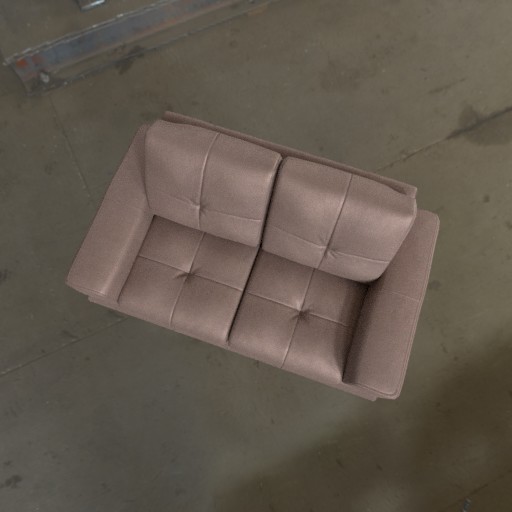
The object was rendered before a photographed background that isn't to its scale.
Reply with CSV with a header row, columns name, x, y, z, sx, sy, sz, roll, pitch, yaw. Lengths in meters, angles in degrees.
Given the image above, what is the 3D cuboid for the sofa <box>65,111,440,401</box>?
name,x,y,z,sx,sy,sz,roll,pitch,yaw
sofa,0.000,0.000,2.406,1.806,0.907,1.018,18,75,5
